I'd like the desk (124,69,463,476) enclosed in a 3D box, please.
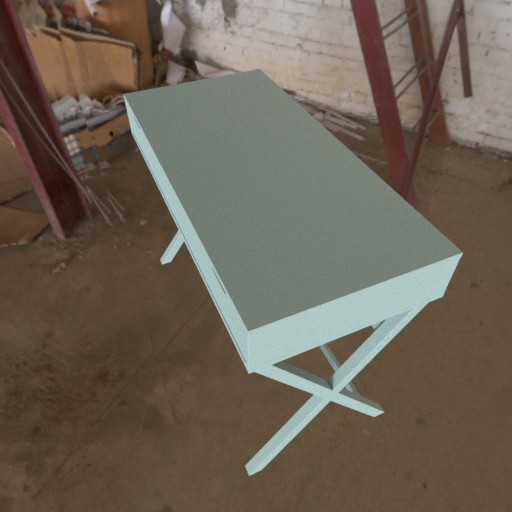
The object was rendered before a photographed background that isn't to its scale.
[{"bbox_3d":[0.000,0.000,1.497,0.509,0.780,1.059,-17,48,-17],"label":"desk"}]
